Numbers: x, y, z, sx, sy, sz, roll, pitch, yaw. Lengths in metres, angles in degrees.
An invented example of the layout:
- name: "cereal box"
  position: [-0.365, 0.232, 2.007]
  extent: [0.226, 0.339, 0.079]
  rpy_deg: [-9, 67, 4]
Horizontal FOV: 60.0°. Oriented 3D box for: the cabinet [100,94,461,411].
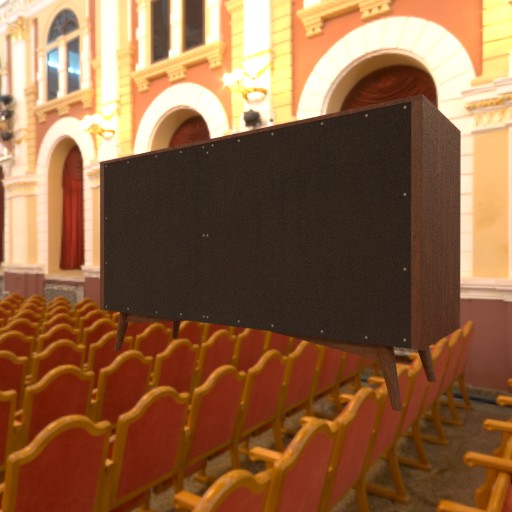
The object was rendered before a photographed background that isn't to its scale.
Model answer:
- name: "cabinet"
  position: [0.000, 0.000, 1.953]
  extent: [1.575, 0.940, 0.505]
  rpy_deg: [0, 0, 37]
